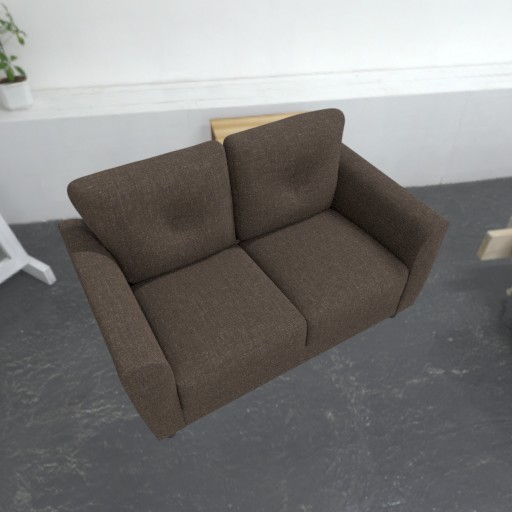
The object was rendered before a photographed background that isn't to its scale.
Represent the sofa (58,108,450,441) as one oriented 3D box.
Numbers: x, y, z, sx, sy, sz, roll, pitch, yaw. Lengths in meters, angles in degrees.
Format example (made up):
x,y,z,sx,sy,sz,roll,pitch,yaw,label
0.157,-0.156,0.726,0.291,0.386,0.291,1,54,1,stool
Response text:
x,y,z,sx,sy,sz,roll,pitch,yaw,label
0.000,0.000,1.958,1.423,0.885,0.851,-22,49,-21,sofa
